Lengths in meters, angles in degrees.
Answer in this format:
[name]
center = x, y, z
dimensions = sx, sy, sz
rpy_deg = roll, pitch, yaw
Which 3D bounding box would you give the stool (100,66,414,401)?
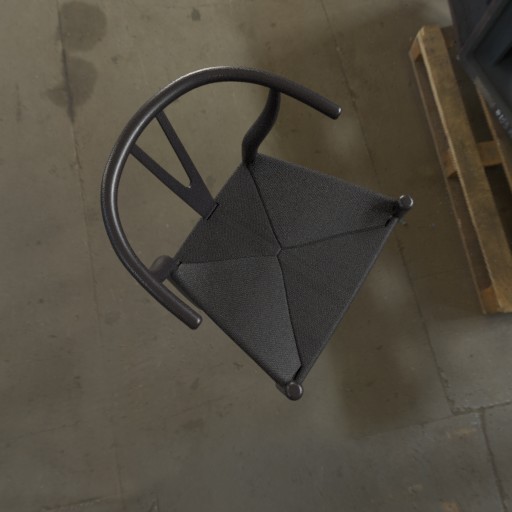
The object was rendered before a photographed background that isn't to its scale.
[stool]
center = 0.000, 0.000, 1.288
dimensions = 0.579, 0.970, 0.569
rpy_deg = 32, 78, 8
